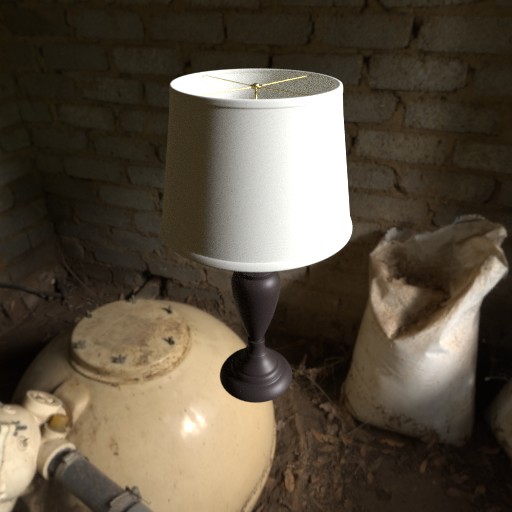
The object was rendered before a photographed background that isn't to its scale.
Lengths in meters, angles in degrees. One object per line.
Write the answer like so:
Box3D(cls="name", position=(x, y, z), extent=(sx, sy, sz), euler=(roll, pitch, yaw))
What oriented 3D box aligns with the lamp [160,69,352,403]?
Box3D(cls="lamp", position=(0.000, 0.000, 0.823), extent=(0.335, 0.611, 0.335), euler=(0, 31, 0))
